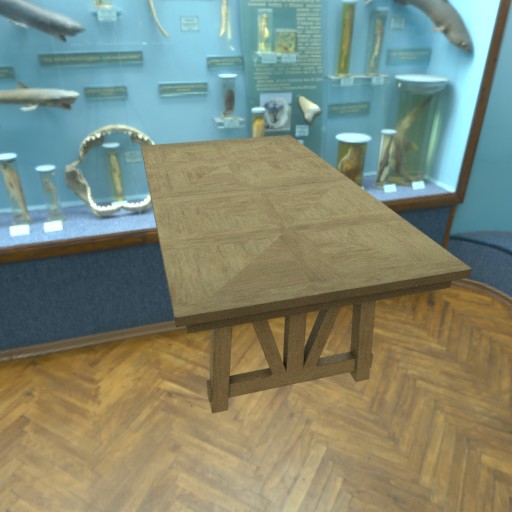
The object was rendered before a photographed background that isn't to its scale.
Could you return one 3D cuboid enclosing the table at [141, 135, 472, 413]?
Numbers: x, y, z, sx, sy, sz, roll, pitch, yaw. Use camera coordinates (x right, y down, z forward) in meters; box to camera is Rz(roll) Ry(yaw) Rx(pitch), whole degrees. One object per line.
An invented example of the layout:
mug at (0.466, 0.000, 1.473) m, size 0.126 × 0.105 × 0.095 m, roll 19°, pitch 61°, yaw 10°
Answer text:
table at (0.000, 0.000, 2.380) m, size 1.016 × 0.768 × 1.881 m, roll -8°, pitch 30°, yaw -14°
